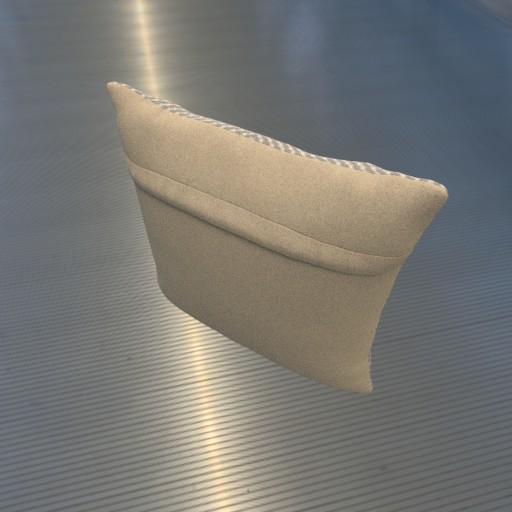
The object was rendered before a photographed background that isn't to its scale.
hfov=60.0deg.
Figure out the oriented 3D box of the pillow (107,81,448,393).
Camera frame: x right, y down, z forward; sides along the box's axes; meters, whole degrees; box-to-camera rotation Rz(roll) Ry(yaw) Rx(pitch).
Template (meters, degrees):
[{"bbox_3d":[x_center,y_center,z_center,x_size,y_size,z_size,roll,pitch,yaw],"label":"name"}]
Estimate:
[{"bbox_3d":[0.000,0.000,0.687,0.459,0.458,0.181,23,50,21],"label":"pillow"}]
